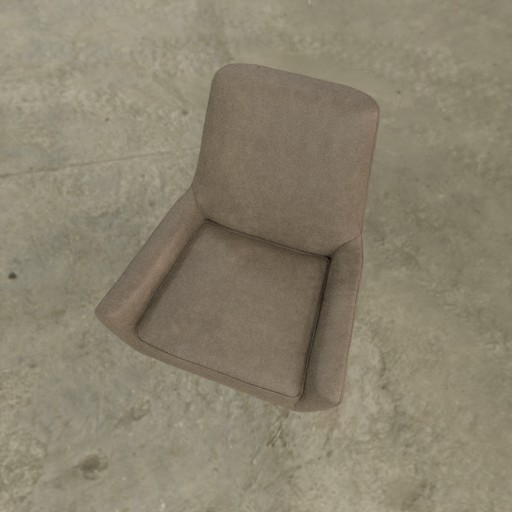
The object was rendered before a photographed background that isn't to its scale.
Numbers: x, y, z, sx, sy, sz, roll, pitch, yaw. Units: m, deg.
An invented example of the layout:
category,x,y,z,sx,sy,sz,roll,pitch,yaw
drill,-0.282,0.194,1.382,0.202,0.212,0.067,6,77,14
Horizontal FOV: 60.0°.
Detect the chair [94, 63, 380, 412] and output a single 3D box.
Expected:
category,x,y,z,sx,sy,sz,roll,pitch,yaw
chair,0.000,0.000,1.510,0.787,0.888,0.824,18,61,10
